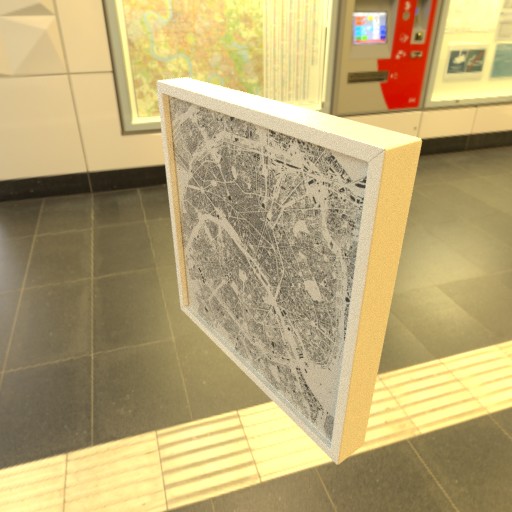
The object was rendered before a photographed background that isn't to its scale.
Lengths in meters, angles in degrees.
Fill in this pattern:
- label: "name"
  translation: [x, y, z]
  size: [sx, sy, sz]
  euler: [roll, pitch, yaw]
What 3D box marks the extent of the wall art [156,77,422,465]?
- label: "wall art"
  translation: [0.000, 0.000, 0.456]
  size: [0.038, 0.305, 0.305]
  euler: [-21, 37, -31]
